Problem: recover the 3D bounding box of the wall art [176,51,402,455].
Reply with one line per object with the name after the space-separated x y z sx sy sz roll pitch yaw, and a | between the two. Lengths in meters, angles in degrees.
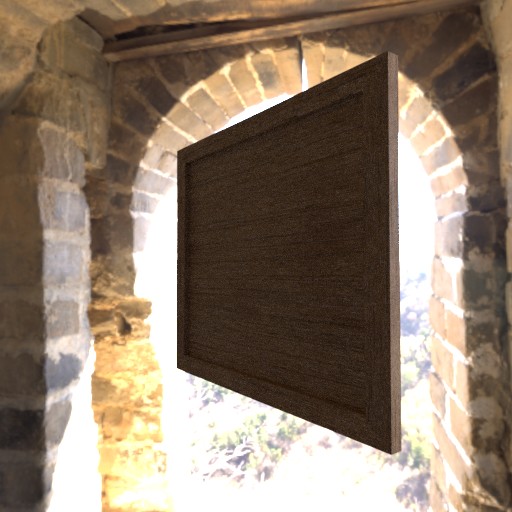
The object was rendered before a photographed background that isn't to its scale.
0.000 0.000 0.929 0.026 0.588 0.690 1 -2 -36 | wall art
